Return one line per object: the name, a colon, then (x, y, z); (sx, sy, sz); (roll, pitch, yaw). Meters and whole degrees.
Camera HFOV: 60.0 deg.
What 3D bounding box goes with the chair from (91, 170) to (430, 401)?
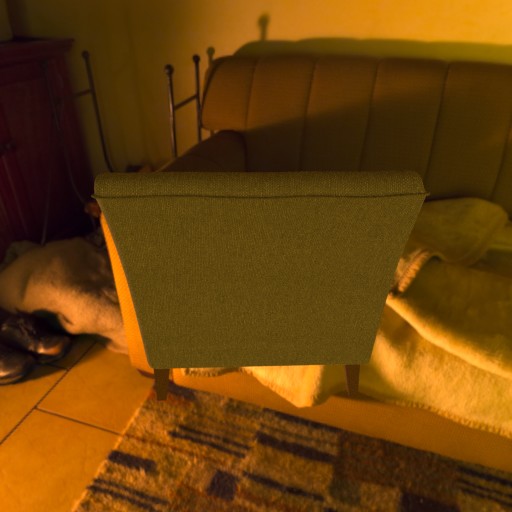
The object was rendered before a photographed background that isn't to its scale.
chair: (0.000, 0.000, 1.593); (0.780, 0.919, 0.899); (-1, 31, -2)
